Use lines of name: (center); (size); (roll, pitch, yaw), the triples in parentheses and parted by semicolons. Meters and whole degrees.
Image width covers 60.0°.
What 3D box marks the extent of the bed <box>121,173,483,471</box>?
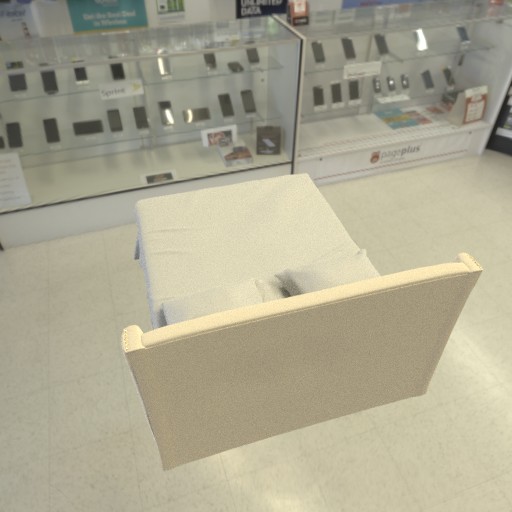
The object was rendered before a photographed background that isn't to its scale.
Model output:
bed: (0.000, 0.000, 3.408); (1.925, 1.332, 2.276); (-11, 44, -12)
